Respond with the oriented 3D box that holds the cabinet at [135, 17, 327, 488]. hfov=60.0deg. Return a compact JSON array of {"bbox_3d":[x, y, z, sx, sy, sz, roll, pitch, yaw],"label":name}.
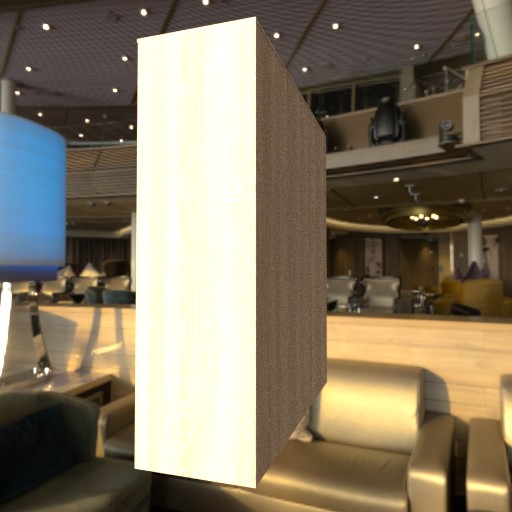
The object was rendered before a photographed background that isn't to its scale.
[{"bbox_3d":[0.000,0.000,2.915,0.620,2.060,1.870,-1,-2,18],"label":"cabinet"}]
